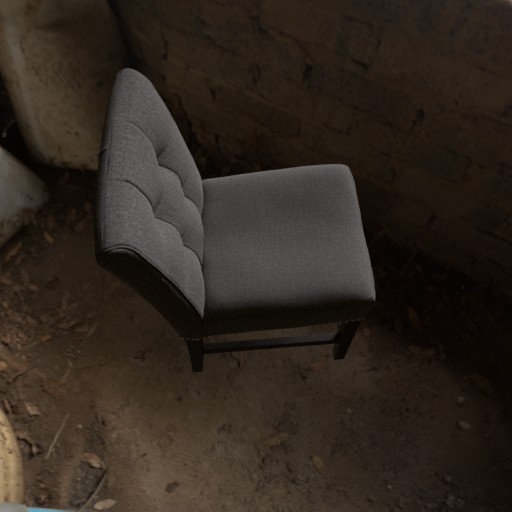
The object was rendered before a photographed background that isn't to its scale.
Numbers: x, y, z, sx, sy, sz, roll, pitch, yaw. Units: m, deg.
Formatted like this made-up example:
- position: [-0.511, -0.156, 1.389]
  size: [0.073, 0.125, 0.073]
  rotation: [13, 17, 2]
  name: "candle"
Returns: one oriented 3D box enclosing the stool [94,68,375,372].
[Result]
- position: [0.000, 0.000, 1.170]
  size: [0.571, 0.885, 0.427]
  rotation: [-3, 63, -2]
  name: "stool"
